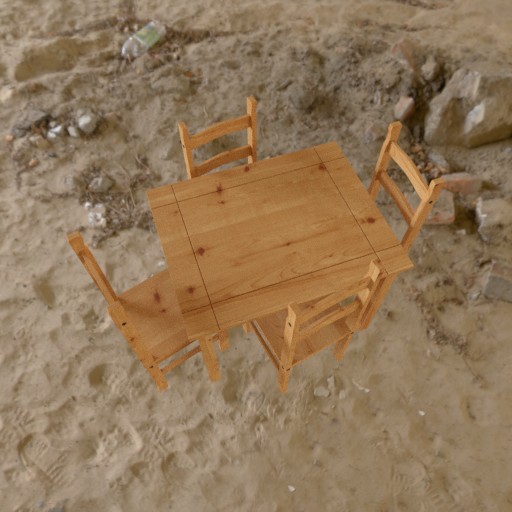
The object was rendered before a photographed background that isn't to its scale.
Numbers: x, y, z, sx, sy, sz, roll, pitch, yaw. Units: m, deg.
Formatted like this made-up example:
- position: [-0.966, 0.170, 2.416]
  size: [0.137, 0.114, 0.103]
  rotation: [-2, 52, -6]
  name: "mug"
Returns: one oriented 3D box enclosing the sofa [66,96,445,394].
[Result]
- position: [0.000, 0.000, 2.227]
  size: [1.529, 1.000, 1.144]
  rotation: [-17, 60, -10]
  name: "sofa"
